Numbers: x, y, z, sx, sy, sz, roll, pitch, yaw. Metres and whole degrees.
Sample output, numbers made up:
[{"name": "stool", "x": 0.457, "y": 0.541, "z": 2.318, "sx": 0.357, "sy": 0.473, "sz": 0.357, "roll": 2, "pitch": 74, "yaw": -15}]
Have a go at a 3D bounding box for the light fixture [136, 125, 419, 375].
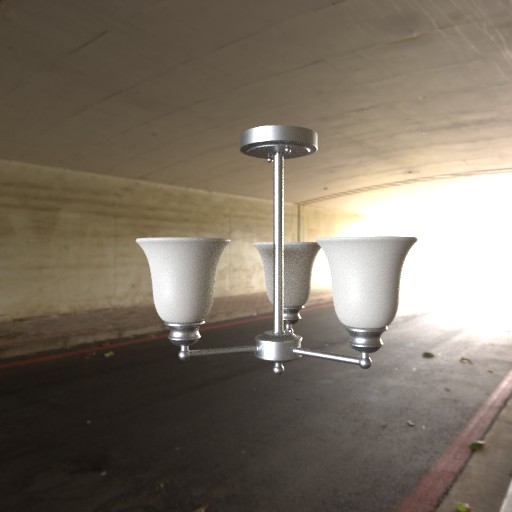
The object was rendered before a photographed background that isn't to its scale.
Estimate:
[{"name": "light fixture", "x": 0.000, "y": 0.000, "z": 0.675, "sx": 0.354, "sy": 0.370, "sz": 0.388, "roll": 0, "pitch": 0, "yaw": -20}]
